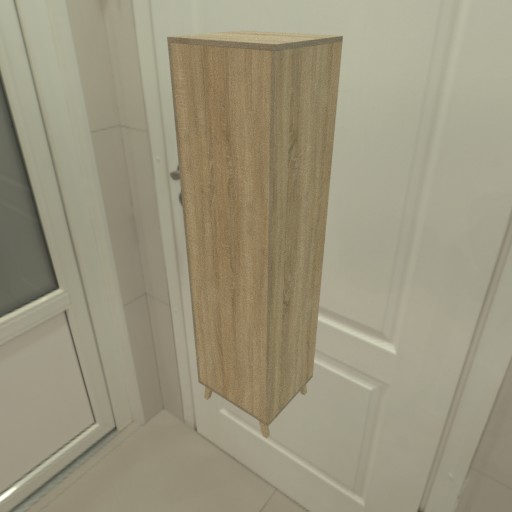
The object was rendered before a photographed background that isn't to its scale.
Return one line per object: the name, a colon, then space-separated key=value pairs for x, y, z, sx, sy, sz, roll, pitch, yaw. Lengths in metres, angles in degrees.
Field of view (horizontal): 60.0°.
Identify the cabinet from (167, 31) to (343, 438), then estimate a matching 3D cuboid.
cabinet: x=0.000 y=0.000 z=2.203 sx=0.510 sy=1.960 sz=0.450 roll=21 pitch=36 yaw=32
